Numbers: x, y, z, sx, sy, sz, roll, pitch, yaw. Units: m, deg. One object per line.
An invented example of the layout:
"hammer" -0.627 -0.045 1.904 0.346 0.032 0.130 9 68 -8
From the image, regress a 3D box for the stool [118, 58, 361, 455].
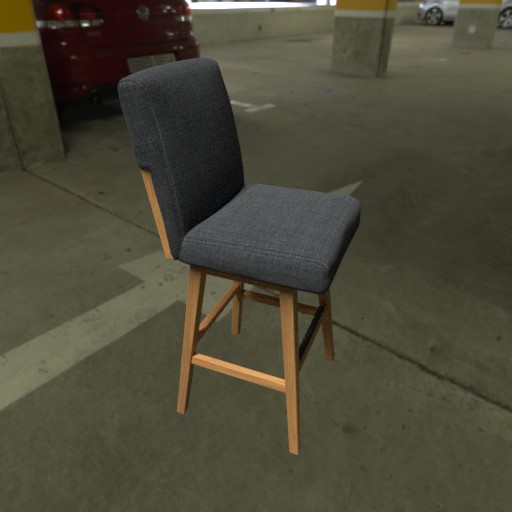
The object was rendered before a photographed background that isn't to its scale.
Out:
"stool" 0.000 0.000 1.409 0.570 1.112 0.483 12 33 19
